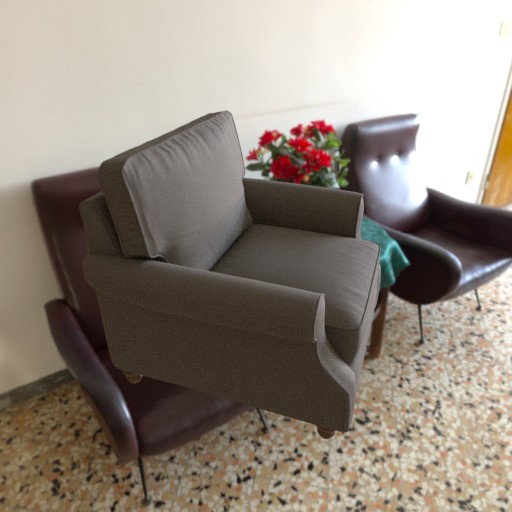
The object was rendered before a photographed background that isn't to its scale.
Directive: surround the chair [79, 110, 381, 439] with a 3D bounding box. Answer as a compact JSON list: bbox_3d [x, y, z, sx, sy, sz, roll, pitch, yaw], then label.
[{"bbox_3d":[0.000,0.000,1.788,0.966,0.967,1.029,10,31,17],"label":"chair"}]
